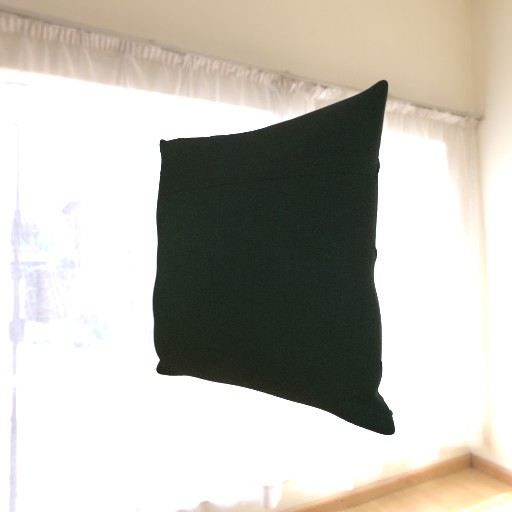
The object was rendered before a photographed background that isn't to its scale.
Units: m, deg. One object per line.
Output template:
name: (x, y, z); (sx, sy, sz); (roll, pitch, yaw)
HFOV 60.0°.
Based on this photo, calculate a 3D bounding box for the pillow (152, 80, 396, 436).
pillow: (0.000, 0.000, 0.679); (0.439, 0.440, 0.184); (0, 0, 37)
